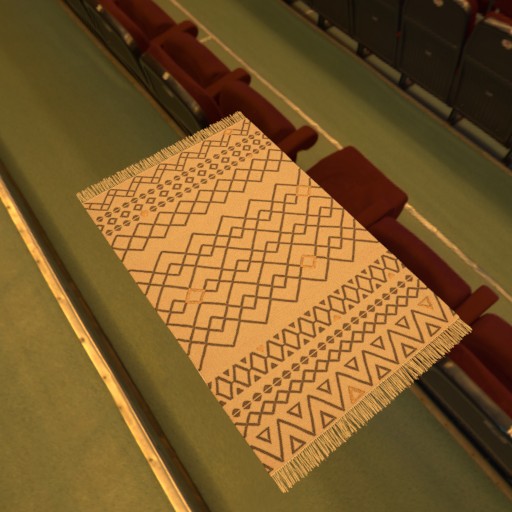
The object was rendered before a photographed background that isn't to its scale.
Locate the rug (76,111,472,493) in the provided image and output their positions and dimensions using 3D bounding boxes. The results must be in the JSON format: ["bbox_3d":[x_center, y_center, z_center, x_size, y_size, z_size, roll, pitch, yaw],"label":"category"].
[{"bbox_3d":[0.000,0.000,2.453,1.224,0.028,2.023,-33,64,-18],"label":"rug"}]
